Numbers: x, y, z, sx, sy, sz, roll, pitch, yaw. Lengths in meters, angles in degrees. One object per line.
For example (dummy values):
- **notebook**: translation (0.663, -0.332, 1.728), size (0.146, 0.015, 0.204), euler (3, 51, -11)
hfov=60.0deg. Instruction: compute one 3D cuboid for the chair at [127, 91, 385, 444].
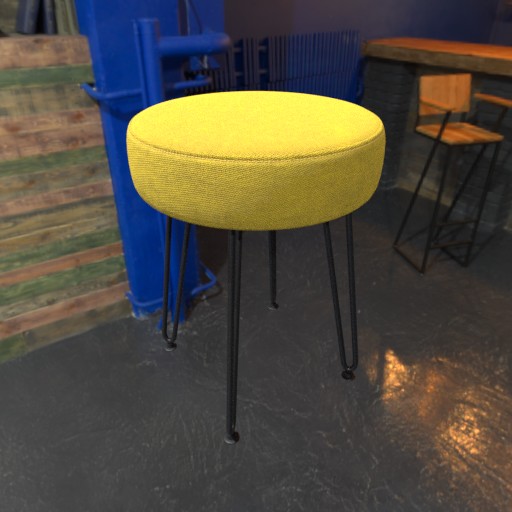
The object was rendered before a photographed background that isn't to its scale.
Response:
- **chair**: translation (0.000, 0.000, 0.706), size (0.345, 0.455, 0.345), euler (-18, 35, -27)
